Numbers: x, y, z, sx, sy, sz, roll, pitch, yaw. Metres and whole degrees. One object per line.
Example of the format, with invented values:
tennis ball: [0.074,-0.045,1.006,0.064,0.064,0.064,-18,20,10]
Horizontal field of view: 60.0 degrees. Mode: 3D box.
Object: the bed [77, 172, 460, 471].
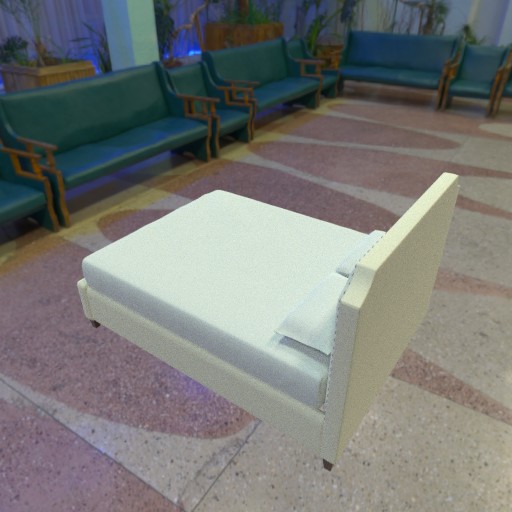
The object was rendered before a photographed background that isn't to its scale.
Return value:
bed: [0.000,0.000,3.417,2.329,1.415,1.703,21,38,29]
